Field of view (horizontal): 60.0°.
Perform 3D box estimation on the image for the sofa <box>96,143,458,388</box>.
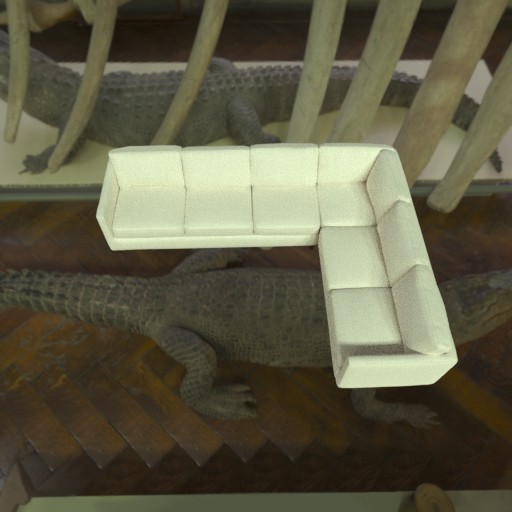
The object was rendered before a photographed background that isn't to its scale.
[{"bbox_3d":[0.000,0.000,4.532,3.302,0.947,2.593,-1,56,-1],"label":"sofa"}]
